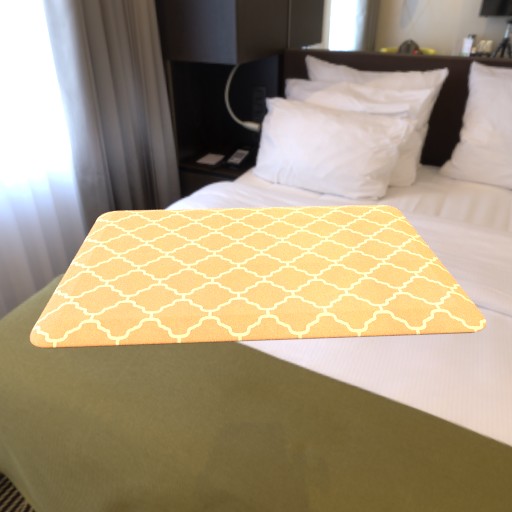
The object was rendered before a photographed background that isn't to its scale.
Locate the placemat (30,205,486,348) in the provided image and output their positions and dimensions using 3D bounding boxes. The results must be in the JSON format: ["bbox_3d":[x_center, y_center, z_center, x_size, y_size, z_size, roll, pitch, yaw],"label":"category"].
[{"bbox_3d":[0.000,0.000,0.928,0.762,0.021,0.508,-2,30,-3],"label":"placemat"}]
